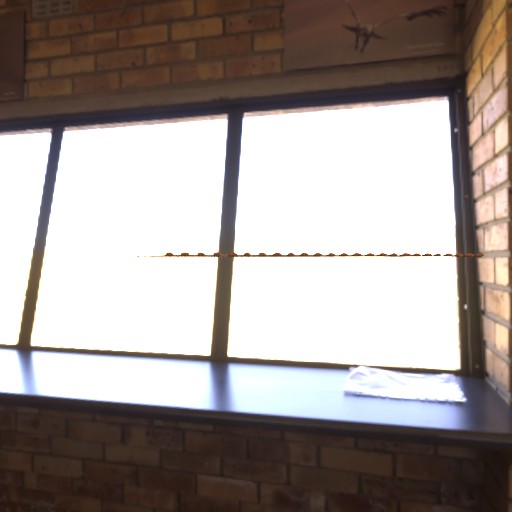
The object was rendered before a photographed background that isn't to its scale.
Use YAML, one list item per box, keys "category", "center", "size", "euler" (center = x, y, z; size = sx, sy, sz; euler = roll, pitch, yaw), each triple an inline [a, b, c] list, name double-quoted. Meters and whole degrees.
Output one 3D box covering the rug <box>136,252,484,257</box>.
- category: "rug"
  center: [0.000, 0.000, 2.525]
  size: [1.232, 0.017, 2.092]
  euler: [0, 0, -17]
